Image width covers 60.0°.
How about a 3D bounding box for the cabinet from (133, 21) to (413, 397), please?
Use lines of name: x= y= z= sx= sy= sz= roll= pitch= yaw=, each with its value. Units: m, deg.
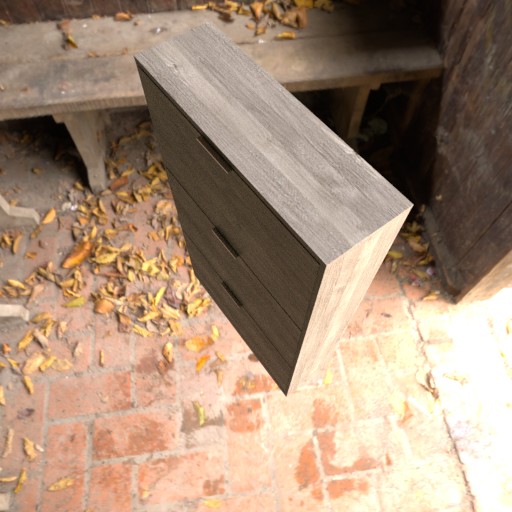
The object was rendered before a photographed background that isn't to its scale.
cabinet: x=0.000 y=0.000 z=1.581 sx=0.250 sy=1.280 sz=0.750 roll=-33 pitch=67 yaw=-16
